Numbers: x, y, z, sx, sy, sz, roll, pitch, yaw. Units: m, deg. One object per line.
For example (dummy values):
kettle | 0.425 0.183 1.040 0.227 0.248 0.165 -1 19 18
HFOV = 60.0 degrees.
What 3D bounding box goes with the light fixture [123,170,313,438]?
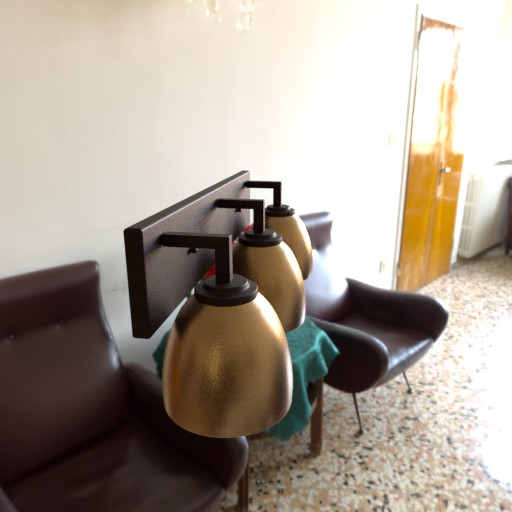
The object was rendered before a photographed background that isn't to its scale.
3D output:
light fixture | 0.000 0.000 0.681 0.157 0.204 0.582 3 17 9
